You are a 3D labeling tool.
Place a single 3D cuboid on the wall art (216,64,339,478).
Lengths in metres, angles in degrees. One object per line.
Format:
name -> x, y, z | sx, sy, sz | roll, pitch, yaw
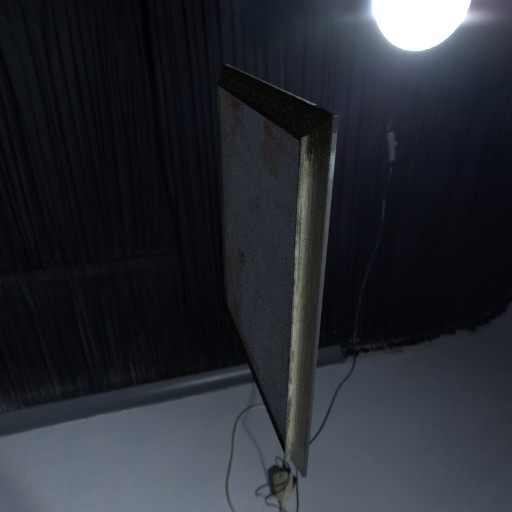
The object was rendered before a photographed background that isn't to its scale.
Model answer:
wall art -> 0.000, 0.000, 0.620 | 0.023, 0.457, 0.381 | -8, 30, -15
